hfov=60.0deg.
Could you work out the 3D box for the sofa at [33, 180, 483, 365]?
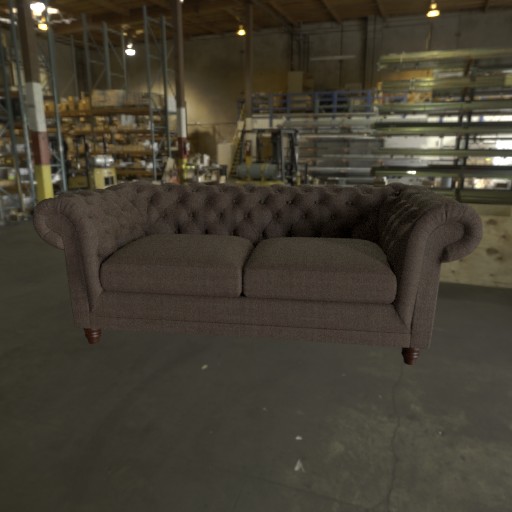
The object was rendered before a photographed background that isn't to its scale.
[{"bbox_3d":[0.000,0.000,2.470,2.048,0.780,0.944,2,14,8],"label":"sofa"}]
